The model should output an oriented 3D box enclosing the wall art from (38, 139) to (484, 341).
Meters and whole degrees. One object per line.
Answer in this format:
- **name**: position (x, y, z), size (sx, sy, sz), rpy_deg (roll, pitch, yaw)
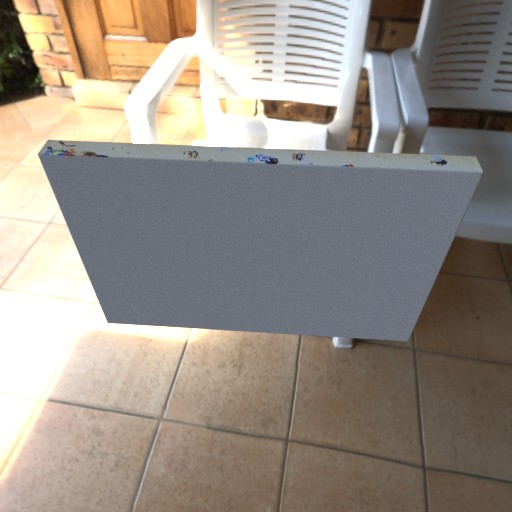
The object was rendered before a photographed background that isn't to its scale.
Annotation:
- **wall art**: position (0.000, 0.000, 1.118), size (0.894, 0.595, 0.057), rpy_deg (3, 46, 3)
